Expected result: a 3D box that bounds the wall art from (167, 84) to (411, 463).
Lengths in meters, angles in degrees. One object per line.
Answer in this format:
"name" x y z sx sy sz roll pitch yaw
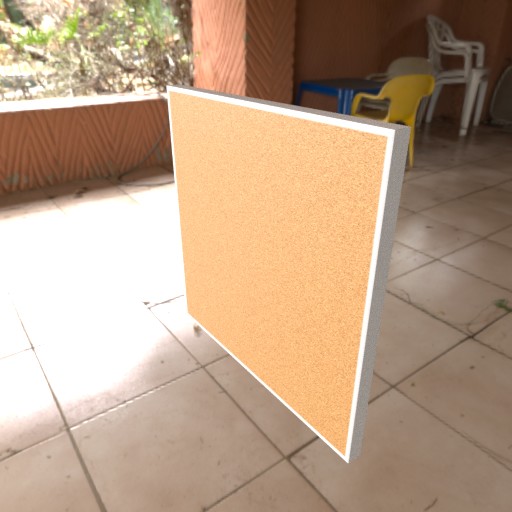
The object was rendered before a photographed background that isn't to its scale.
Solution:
"wall art" 0.000 0.000 1.144 0.041 0.765 0.768 -19 33 -33
